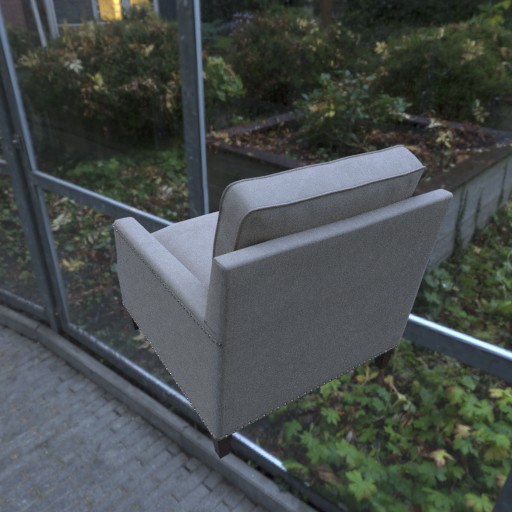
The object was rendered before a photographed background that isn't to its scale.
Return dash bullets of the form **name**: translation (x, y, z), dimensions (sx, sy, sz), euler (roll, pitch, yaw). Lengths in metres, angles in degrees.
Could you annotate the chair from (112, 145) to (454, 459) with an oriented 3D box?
- **chair**: translation (0.000, 0.000, 1.726), dimensions (0.853, 0.943, 1.014), euler (-18, 33, -29)
